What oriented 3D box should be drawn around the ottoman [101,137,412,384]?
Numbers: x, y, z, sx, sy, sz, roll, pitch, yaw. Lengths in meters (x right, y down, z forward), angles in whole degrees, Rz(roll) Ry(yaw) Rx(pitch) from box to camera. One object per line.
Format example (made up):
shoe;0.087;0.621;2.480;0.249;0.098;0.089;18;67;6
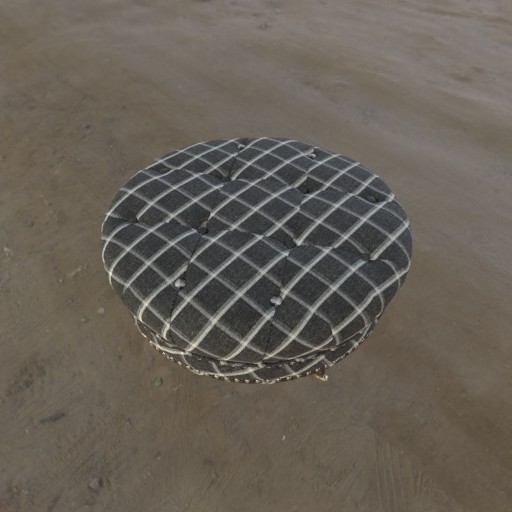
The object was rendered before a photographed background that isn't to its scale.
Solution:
ottoman;0.000;0.000;1.421;0.901;0.439;0.901;0;46;0
